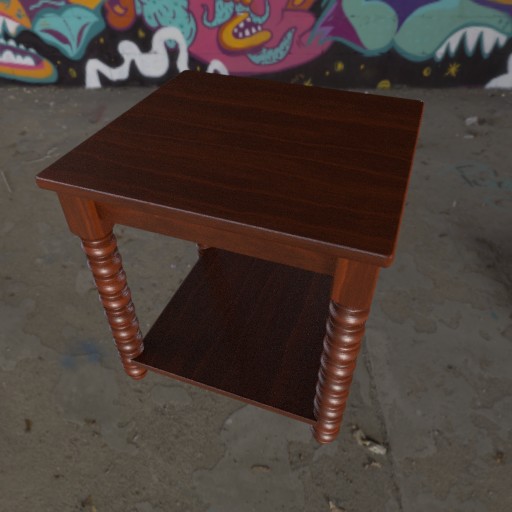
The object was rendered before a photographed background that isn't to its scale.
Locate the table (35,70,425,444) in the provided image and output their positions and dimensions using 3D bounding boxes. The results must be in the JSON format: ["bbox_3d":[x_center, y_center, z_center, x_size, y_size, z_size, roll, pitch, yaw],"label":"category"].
[{"bbox_3d":[0.000,0.000,0.957,0.533,0.567,0.500,14,43,15],"label":"table"}]
